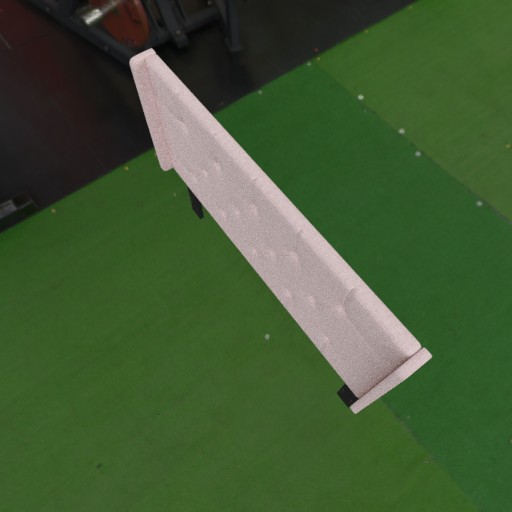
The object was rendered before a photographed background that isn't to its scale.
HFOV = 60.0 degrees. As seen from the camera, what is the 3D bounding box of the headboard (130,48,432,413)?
[{"bbox_3d":[0.000,0.000,2.654,0.184,1.524,2.051,-33,68,-15],"label":"headboard"}]
